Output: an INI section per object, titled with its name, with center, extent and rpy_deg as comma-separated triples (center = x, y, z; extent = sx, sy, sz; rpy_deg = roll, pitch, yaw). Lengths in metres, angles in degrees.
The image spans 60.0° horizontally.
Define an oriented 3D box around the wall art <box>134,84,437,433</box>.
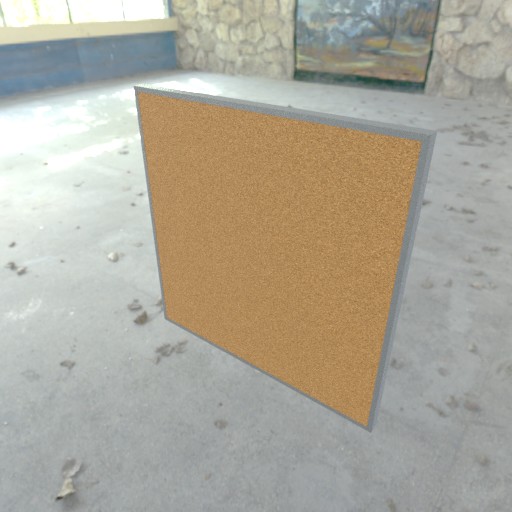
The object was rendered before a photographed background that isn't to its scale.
[wall art]
center = 0.000, 0.000, 1.217
extent = 0.809, 0.807, 0.038
rpy_deg = 21, 37, 31
